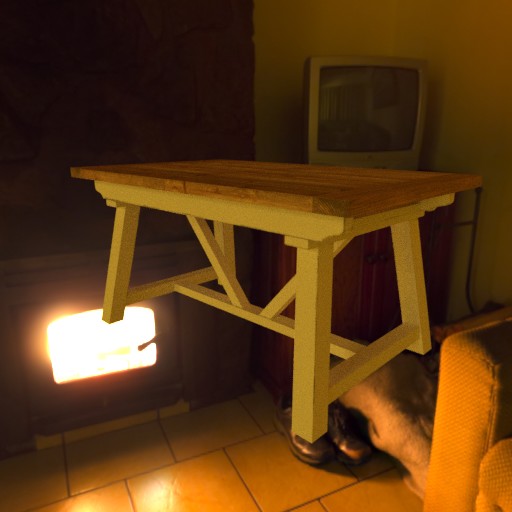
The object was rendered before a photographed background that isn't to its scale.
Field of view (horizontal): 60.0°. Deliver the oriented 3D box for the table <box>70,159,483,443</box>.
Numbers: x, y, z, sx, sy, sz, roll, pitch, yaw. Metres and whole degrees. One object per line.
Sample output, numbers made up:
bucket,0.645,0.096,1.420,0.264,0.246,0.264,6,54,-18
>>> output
table,0.000,0.000,1.966,1.503,0.743,0.922,15,21,42
